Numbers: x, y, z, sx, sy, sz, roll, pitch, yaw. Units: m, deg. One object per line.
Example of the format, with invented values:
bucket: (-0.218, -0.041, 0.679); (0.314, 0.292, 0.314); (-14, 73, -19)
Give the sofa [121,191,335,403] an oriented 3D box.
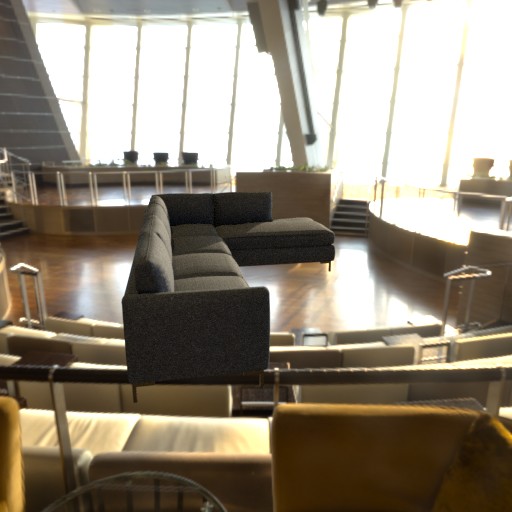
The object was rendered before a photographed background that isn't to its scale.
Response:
sofa: (0.000, 0.000, 3.898); (2.007, 0.815, 2.949); (-3, 16, -11)
